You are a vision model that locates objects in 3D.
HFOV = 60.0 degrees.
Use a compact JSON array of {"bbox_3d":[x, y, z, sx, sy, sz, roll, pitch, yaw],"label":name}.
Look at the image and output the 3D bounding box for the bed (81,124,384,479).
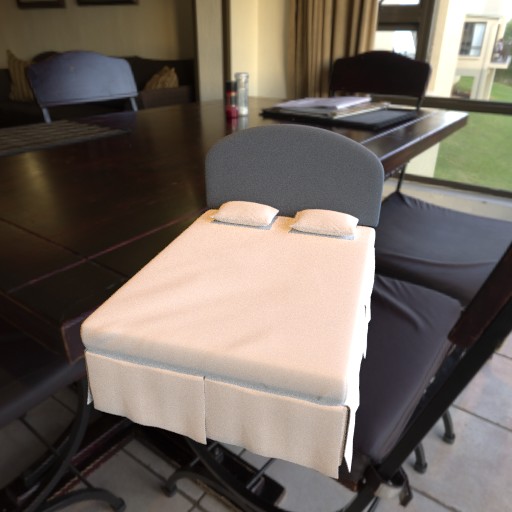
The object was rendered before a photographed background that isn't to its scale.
[{"bbox_3d":[0.000,0.000,3.019,1.607,1.410,2.005,8,28,15],"label":"bed"}]
